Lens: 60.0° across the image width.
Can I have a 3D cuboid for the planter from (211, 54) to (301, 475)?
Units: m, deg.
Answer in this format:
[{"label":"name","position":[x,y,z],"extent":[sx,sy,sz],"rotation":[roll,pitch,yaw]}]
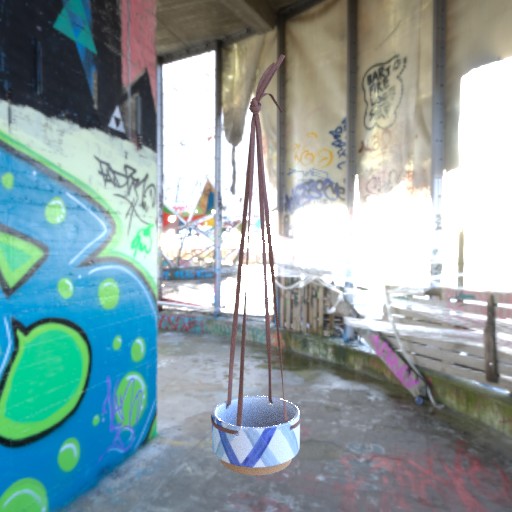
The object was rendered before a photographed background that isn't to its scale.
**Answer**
[{"label":"planter","position":[0.000,0.000,0.816],"extent":[0.166,0.751,0.166],"rotation":[1,2,18]}]
